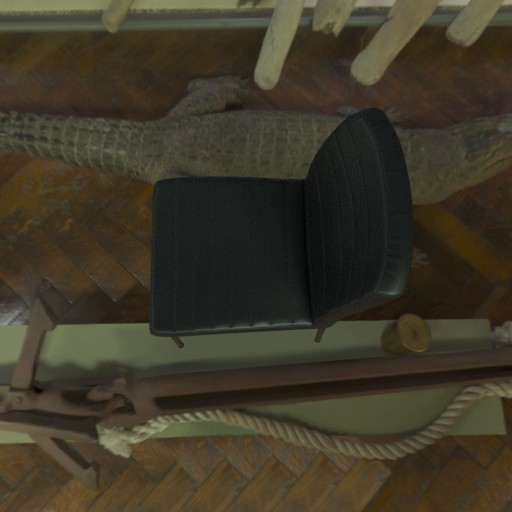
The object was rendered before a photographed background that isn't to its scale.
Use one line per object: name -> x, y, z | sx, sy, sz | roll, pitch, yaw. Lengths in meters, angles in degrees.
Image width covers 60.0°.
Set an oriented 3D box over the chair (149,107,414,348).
chair -> 0.000, 0.000, 1.223 | 0.572, 0.872, 0.450 | -2, 76, 0
